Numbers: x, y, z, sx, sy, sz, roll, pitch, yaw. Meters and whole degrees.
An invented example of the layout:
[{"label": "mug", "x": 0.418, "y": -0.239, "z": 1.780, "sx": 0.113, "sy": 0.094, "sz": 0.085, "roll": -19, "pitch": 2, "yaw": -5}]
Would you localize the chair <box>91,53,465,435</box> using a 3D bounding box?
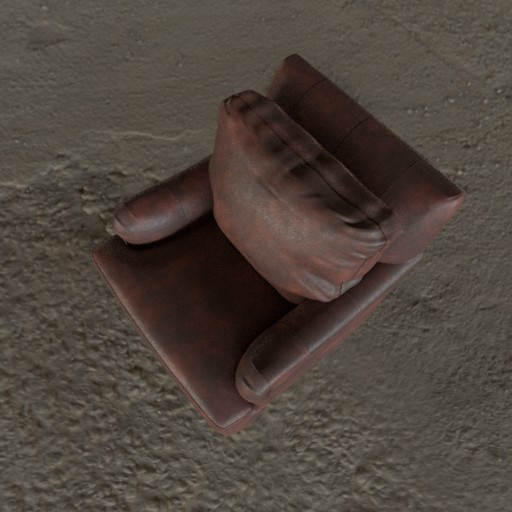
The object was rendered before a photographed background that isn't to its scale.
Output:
[{"label": "chair", "x": 0.000, "y": 0.000, "z": 1.911, "sx": 1.156, "sy": 1.051, "sz": 0.987, "roll": -36, "pitch": 69, "yaw": -16}]
